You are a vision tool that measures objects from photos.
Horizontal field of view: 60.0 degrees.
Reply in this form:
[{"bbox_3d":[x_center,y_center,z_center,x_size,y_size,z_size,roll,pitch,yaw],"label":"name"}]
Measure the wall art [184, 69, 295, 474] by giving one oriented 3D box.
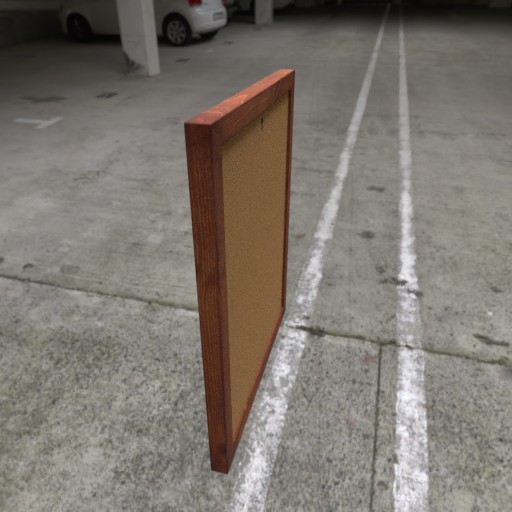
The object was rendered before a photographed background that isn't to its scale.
[{"bbox_3d":[0.000,0.000,0.778,0.030,0.558,0.462,7,30,13],"label":"wall art"}]
